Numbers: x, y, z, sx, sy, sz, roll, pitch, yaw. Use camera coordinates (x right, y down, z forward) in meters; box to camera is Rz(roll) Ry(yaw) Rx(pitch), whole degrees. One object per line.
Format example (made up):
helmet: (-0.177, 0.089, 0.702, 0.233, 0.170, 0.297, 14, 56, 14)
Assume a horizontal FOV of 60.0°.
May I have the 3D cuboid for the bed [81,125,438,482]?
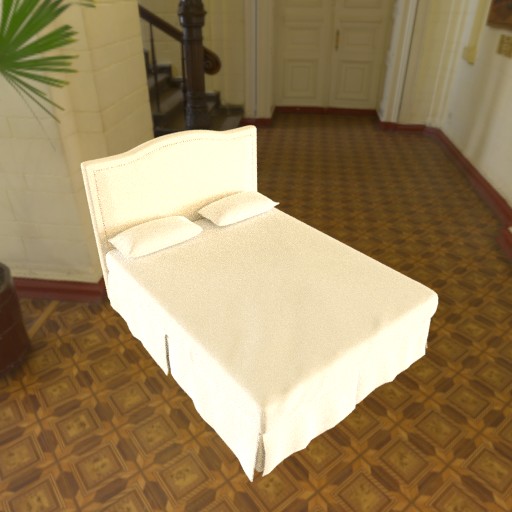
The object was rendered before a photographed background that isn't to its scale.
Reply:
bed: (0.000, 0.000, 3.476, 1.821, 1.436, 2.282, -23, 39, -32)
